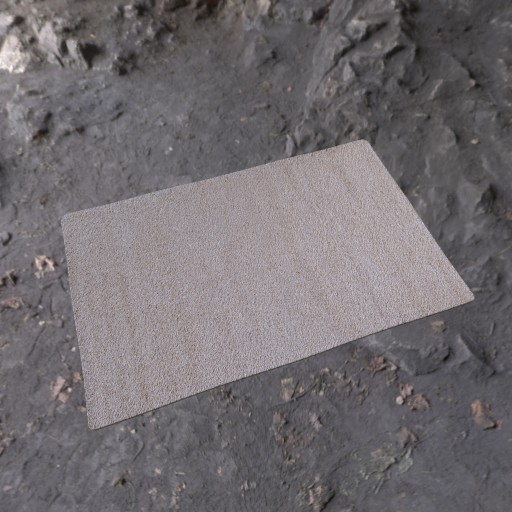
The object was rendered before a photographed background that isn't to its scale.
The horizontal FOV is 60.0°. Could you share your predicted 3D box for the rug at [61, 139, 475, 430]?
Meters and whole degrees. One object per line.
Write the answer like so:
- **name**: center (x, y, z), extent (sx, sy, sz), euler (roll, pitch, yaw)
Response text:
- **rug**: center (0.000, 0.000, 2.901), extent (2.349, 0.026, 1.500), euler (-16, 59, -10)
